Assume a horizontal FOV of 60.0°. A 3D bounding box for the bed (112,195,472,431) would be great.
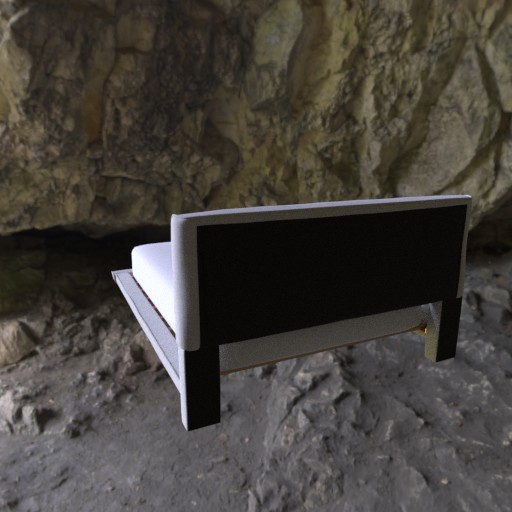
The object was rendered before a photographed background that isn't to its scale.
[{"bbox_3d":[0.000,0.000,3.376,1.840,1.067,2.368,-7,15,-25],"label":"bed"}]
